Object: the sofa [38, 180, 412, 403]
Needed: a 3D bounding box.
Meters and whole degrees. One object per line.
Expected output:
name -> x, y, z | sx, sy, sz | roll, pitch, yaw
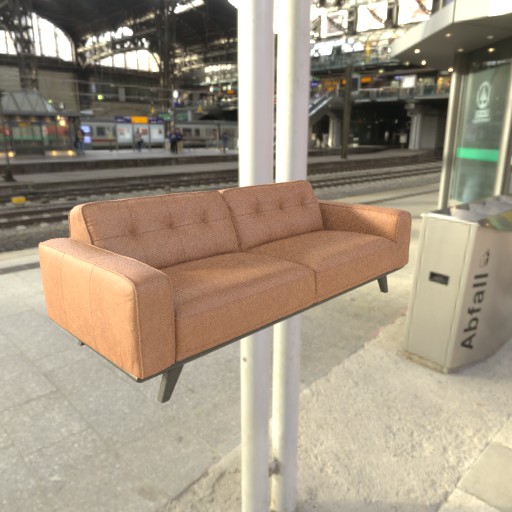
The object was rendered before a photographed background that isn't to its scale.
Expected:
sofa -> 0.000, 0.000, 2.742 | 0.953, 0.780, 2.270 | 14, 21, 42
